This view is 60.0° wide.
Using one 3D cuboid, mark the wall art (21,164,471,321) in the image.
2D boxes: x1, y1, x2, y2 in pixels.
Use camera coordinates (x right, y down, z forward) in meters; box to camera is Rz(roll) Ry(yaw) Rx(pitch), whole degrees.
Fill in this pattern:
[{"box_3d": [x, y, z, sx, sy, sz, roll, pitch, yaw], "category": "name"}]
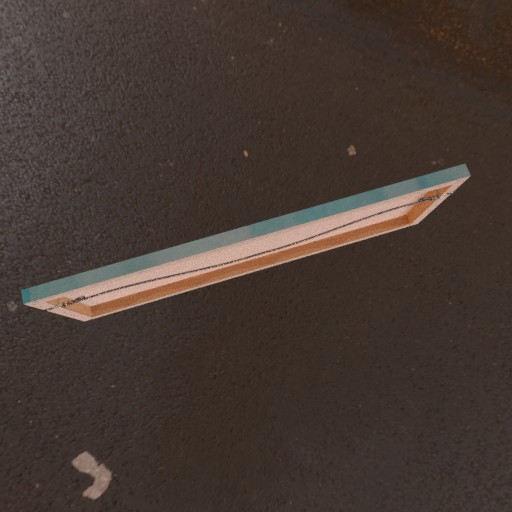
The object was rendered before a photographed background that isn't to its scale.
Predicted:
[{"box_3d": [0.000, 0.000, 0.841, 0.759, 0.254, 0.044, -16, 76, -4], "category": "wall art"}]
